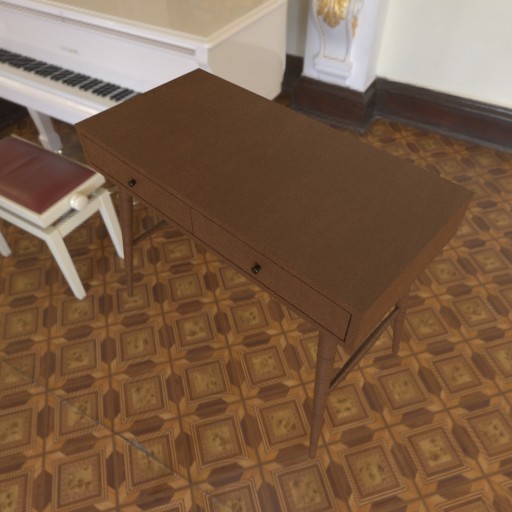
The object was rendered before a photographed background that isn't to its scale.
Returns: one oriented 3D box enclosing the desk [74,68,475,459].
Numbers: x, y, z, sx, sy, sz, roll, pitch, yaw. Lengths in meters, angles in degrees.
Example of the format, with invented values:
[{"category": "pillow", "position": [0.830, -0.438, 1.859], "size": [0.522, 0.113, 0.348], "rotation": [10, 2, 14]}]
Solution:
[{"category": "desk", "position": [0.000, 0.000, 1.410], "size": [0.949, 0.758, 0.510], "rotation": [34, 56, 27]}]
